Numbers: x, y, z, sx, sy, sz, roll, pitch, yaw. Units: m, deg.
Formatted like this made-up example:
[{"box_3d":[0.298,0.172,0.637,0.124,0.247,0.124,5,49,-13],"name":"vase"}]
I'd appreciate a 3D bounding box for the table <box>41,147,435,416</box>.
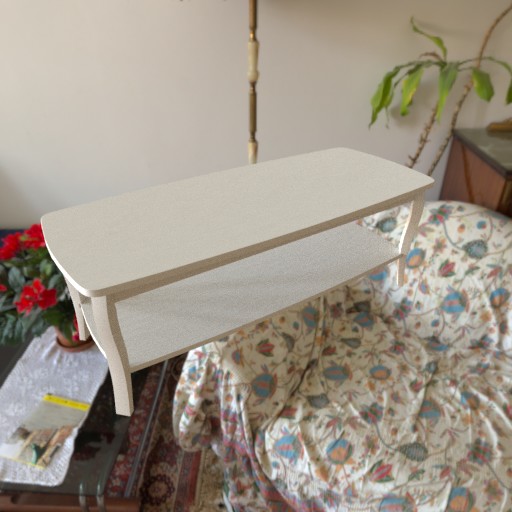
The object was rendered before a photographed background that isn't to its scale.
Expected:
[{"box_3d":[0.000,0.000,1.630,1.334,0.474,0.561,-19,36,-29],"name":"table"}]
